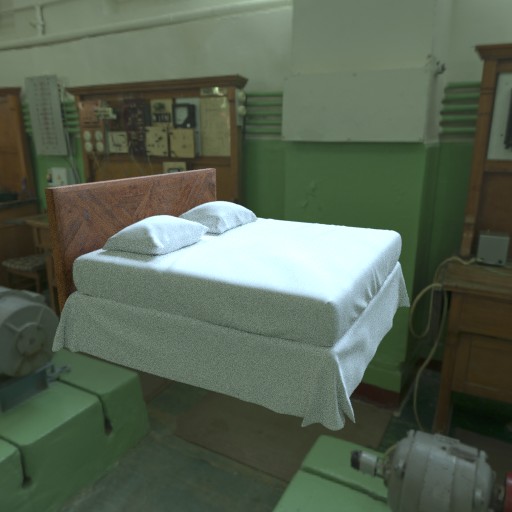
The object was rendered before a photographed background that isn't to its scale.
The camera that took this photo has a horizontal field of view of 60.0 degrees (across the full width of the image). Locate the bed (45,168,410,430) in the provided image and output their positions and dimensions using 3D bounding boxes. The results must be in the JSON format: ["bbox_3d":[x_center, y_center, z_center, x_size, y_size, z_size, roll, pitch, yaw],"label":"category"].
[{"bbox_3d":[0.000,0.000,3.495,2.165,1.158,2.255,8,17,26],"label":"bed"}]
